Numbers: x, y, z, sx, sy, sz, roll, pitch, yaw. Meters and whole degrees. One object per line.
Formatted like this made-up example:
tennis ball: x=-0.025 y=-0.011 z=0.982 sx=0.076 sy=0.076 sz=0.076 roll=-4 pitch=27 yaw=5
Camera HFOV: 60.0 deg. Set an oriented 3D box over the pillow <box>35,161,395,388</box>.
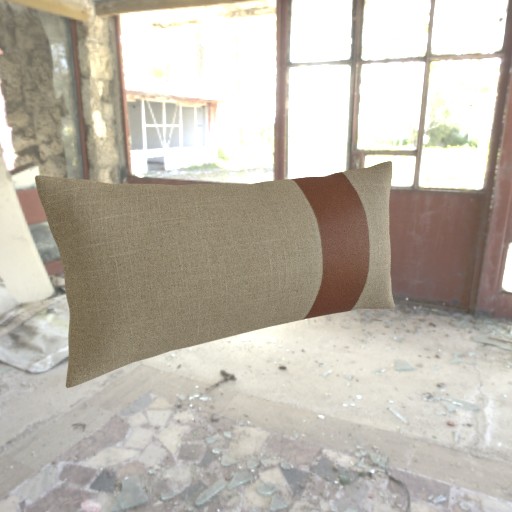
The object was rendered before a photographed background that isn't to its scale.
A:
pillow: x=0.000 y=0.000 z=0.720 sx=0.612 sy=0.282 sz=0.155 roll=-8 pitch=18 yaw=-27
